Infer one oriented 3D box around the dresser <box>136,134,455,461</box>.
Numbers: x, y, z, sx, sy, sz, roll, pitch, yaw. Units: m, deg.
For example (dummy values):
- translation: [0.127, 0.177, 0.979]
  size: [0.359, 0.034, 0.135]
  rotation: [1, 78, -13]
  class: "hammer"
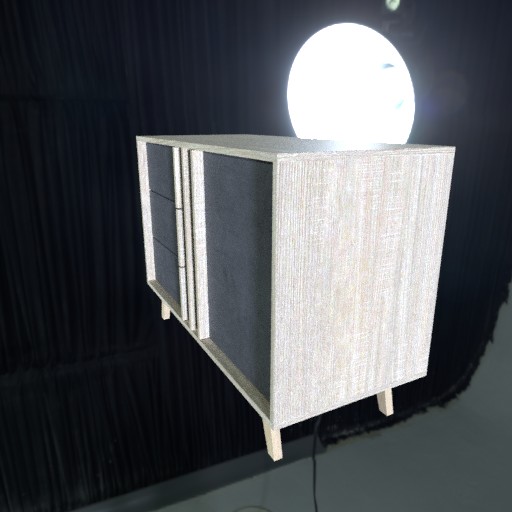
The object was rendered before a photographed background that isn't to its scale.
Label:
- translation: [0.000, 0.000, 1.539]
  size: [0.500, 0.780, 1.110]
  rotation: [-9, 19, -27]
  class: "dresser"
